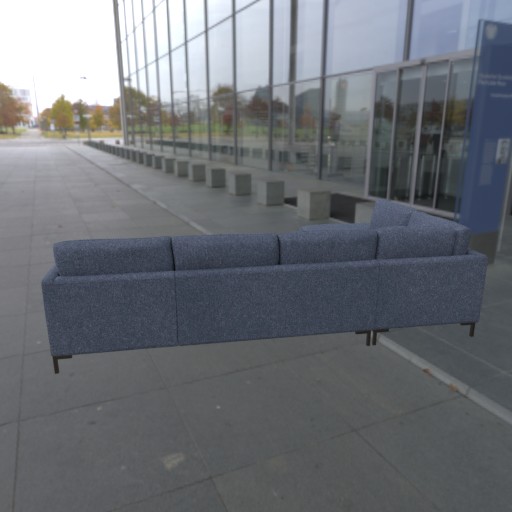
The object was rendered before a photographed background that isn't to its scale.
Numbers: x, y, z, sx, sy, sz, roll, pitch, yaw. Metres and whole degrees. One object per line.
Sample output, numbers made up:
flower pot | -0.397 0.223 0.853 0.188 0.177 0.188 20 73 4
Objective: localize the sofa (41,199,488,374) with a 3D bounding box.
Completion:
sofa | 0.000 0.000 3.790 2.956 0.813 2.007 -3 16 -10
